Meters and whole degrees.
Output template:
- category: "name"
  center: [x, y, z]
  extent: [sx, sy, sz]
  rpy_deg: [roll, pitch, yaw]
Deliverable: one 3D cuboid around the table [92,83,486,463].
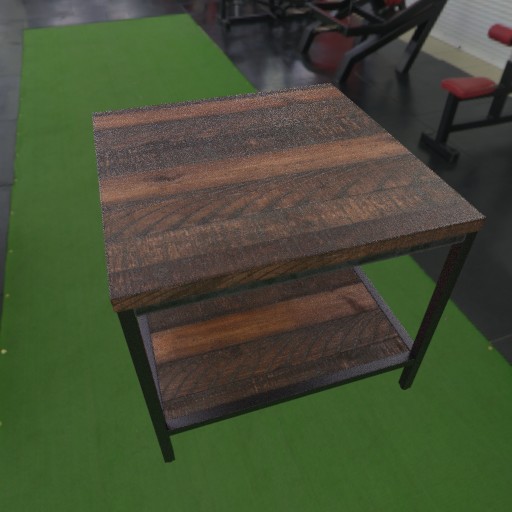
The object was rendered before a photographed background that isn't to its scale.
- category: "table"
  center: [0.000, 0.000, 0.957]
  extent: [0.548, 0.482, 0.553]
  rpy_deg: [-12, 43, -13]
